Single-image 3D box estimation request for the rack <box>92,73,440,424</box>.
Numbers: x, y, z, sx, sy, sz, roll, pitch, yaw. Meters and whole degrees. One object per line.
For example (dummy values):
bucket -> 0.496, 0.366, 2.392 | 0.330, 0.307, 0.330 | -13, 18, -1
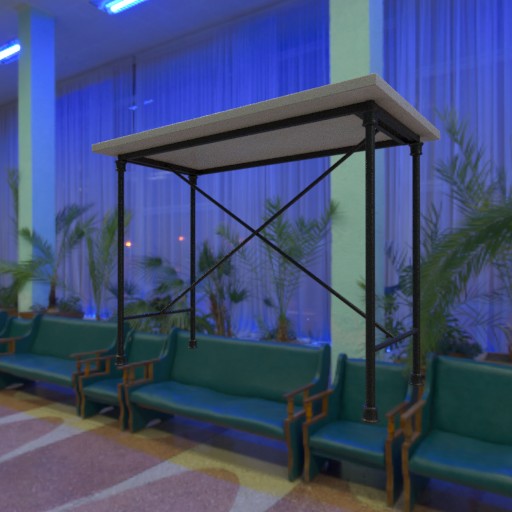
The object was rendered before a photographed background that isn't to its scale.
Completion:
rack -> 0.000, 0.000, 1.654 | 1.159, 0.880, 0.613 | 0, 0, 36
